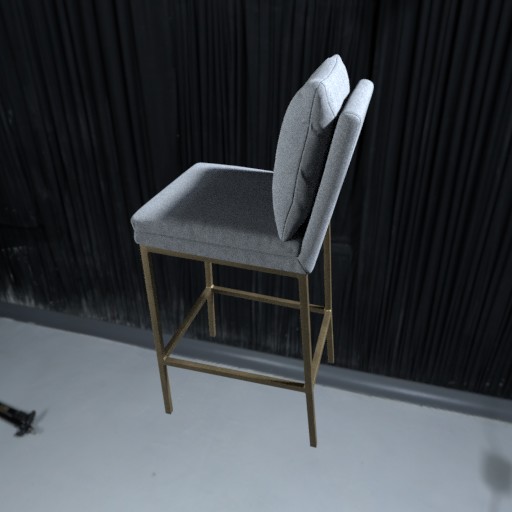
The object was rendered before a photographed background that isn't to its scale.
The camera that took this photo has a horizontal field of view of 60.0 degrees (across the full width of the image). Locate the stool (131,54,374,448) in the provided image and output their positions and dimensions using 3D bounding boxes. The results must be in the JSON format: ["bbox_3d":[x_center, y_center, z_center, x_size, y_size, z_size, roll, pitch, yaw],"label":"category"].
[{"bbox_3d":[0.000,0.000,1.394,0.569,1.130,0.463,9,32,14],"label":"stool"}]
